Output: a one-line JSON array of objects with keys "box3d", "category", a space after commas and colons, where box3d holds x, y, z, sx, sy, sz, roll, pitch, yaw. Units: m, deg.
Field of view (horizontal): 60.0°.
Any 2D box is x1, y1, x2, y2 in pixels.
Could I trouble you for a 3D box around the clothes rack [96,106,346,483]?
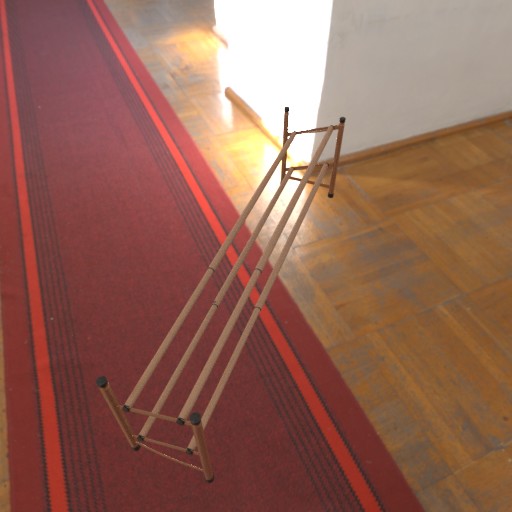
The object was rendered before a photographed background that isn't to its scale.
[{"box3d": [0.000, 0.000, 1.332, 0.229, 0.349, 1.168, 16, 49, 14], "category": "clothes rack"}]
